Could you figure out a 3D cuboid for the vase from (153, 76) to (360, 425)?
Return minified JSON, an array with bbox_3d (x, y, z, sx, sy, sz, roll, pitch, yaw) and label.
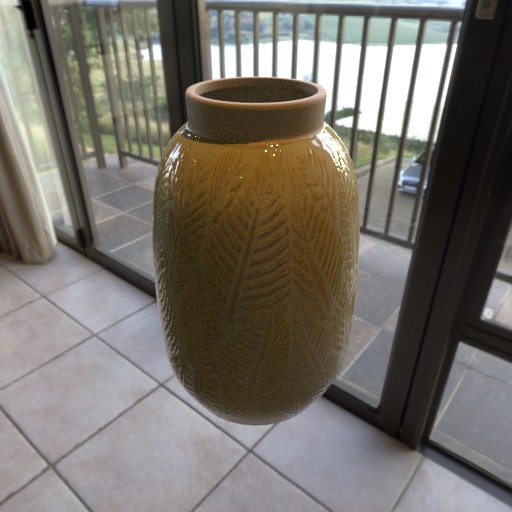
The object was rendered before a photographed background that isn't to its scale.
[{"bbox_3d":[0.000,0.000,0.375,0.172,0.270,0.172,0,32,0],"label":"vase"}]
